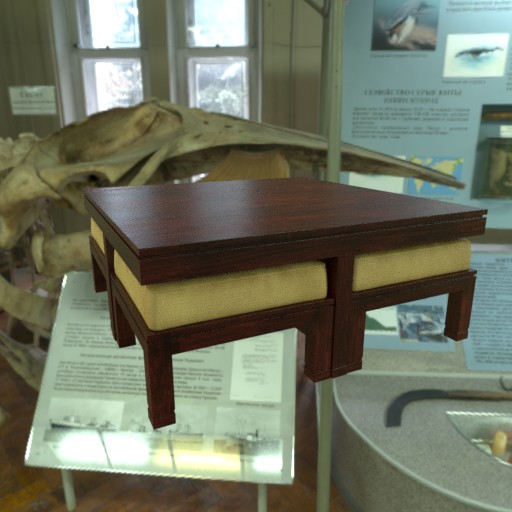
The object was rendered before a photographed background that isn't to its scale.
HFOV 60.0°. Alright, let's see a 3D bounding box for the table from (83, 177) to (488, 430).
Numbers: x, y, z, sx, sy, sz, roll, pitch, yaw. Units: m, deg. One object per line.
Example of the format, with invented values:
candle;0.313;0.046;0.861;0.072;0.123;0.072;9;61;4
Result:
table;0.000;0.000;1.343;0.865;0.356;0.865;-8;18;-25
